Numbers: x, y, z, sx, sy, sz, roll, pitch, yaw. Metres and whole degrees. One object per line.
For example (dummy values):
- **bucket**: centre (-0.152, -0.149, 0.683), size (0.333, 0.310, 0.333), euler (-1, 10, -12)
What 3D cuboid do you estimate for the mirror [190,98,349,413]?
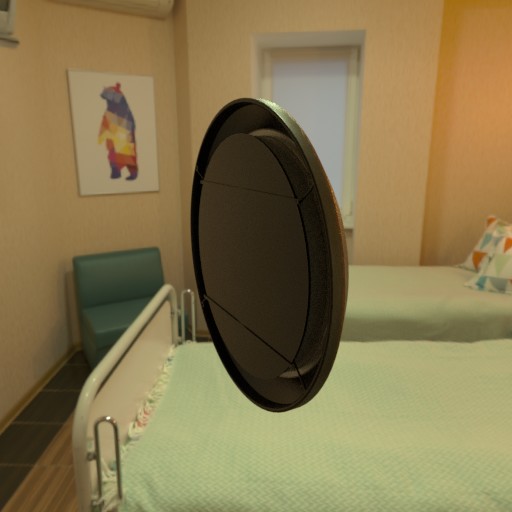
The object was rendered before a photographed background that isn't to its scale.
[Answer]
- **mirror**: centre (0.000, 0.000, 1.355), size (0.111, 0.907, 0.907), euler (-7, 16, -27)
